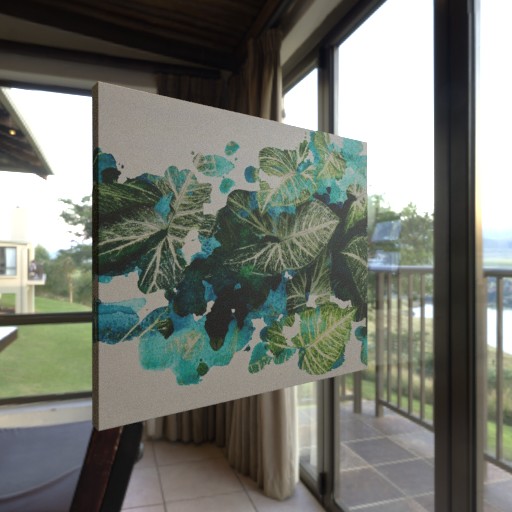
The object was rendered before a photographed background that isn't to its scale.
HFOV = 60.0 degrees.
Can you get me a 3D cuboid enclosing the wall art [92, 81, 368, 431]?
[{"bbox_3d":[0.000,0.000,0.998,0.711,0.610,0.043,0,0,-36],"label":"wall art"}]
